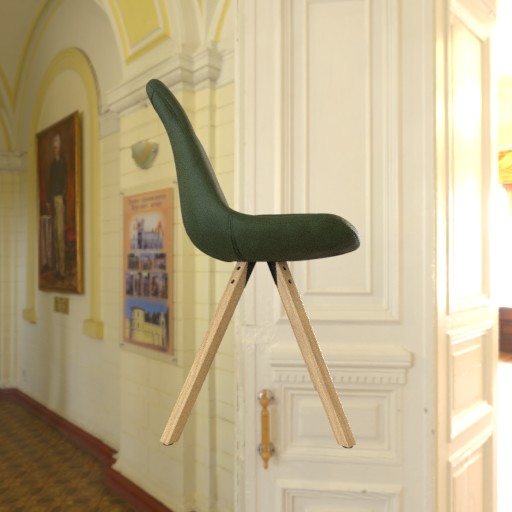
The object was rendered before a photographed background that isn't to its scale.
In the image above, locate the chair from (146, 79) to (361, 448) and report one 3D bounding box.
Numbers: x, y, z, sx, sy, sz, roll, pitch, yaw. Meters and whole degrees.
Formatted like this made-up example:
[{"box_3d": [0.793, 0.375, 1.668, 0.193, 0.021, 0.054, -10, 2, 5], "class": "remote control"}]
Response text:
[{"box_3d": [0.000, 0.000, 1.209, 0.547, 0.865, 0.483, 0, 0, 0], "class": "chair"}]
